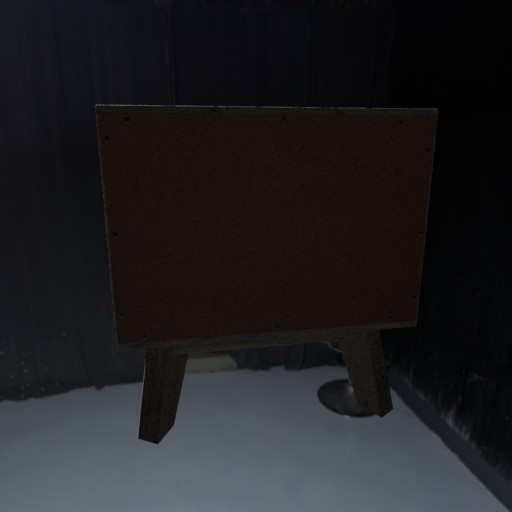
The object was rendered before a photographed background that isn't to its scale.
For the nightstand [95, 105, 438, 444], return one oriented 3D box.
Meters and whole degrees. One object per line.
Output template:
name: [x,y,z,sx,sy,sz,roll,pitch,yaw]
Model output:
nightstand: [0.000,0.000,0.961,0.552,0.589,0.396,-3,15,-10]
